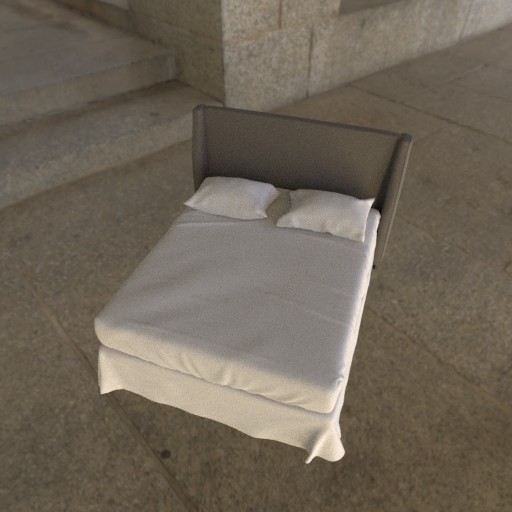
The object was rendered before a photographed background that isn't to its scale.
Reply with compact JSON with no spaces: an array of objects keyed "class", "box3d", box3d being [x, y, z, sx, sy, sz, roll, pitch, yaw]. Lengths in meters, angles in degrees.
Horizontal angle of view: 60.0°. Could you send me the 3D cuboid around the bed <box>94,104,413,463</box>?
[{"class":"bed","box3d":[0.000,0.000,3.438,1.925,1.332,2.276,13,43,14]}]
